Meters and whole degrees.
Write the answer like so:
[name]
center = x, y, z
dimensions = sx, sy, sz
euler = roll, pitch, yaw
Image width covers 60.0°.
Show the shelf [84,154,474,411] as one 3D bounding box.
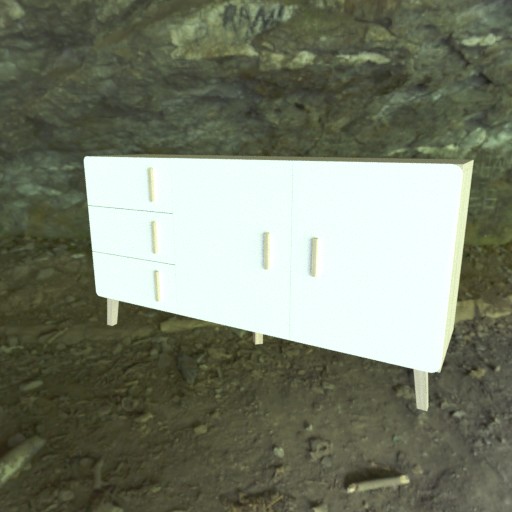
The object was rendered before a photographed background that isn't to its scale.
[shelf]
center = 0.000, 0.000, 1.802
dimensions = 1.490, 0.780, 0.400
euler = 8, 16, 28
